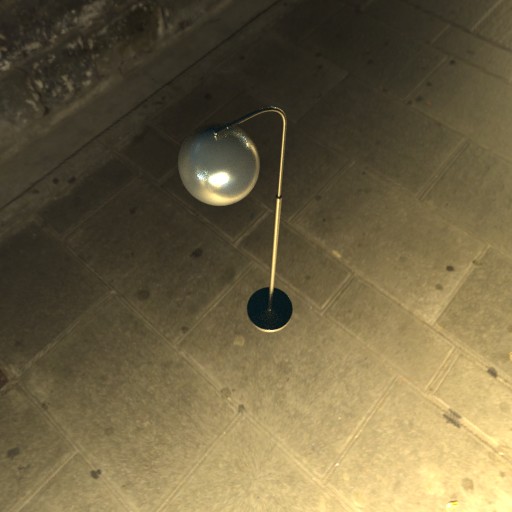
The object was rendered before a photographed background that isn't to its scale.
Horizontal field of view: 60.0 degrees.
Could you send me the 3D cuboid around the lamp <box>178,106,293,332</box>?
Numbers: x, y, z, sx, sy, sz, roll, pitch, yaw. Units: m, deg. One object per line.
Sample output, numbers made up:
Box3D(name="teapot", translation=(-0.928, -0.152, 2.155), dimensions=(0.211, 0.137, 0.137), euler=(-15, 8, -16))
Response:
Box3D(name="lamp", translation=(0.000, 0.000, 1.726), dimensions=(0.431, 1.526, 0.250), euler=(-31, 67, -15))
